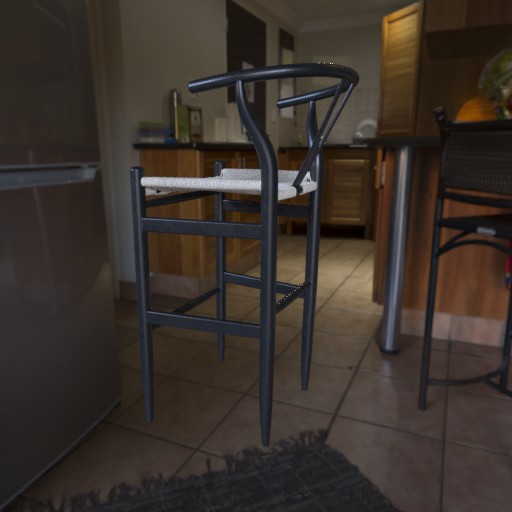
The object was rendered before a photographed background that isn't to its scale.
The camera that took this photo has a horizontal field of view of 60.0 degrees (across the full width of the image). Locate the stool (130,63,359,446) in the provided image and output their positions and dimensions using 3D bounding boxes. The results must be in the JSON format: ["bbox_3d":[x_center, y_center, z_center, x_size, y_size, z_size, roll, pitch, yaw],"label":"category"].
[{"bbox_3d":[0.000,0.000,1.407,0.579,1.072,0.569,7,16,25],"label":"stool"}]
